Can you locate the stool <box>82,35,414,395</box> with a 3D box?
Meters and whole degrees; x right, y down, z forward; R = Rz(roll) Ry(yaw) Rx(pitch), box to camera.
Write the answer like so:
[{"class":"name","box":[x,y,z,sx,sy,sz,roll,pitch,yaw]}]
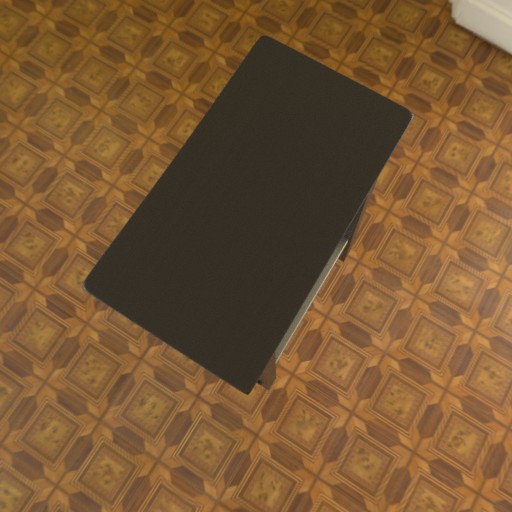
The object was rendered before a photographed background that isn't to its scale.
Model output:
[{"class":"stool","box":[0.000,0.000,0.832,0.322,0.610,0.406,31,78,7]}]
